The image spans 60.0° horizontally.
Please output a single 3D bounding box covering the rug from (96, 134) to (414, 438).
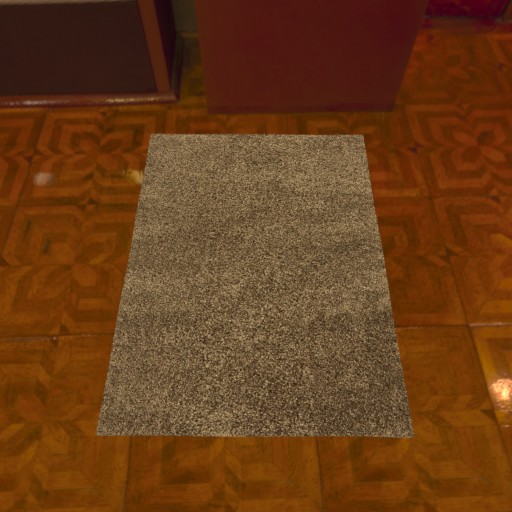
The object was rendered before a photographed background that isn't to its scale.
[{"bbox_3d":[0.000,0.000,2.091,1.198,0.025,1.601,0,58,0],"label":"rug"}]
